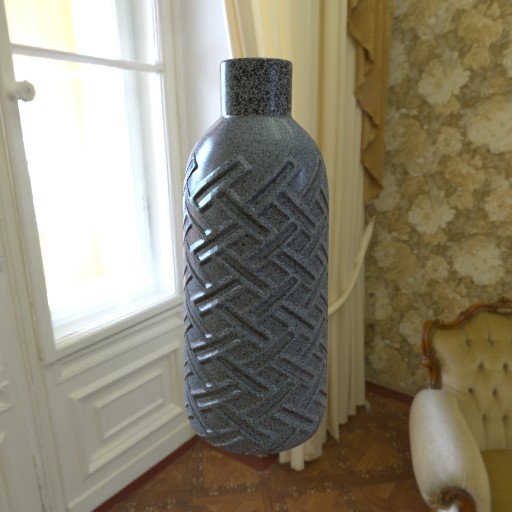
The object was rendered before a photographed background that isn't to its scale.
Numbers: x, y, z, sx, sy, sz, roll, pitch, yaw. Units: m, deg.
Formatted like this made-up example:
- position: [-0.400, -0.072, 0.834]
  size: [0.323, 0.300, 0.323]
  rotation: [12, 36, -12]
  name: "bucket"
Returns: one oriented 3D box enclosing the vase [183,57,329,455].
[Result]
- position: [0.000, 0.000, 0.350]
  size: [0.122, 0.282, 0.122]
  rotation: [0, 16, 0]
  name: "vase"
